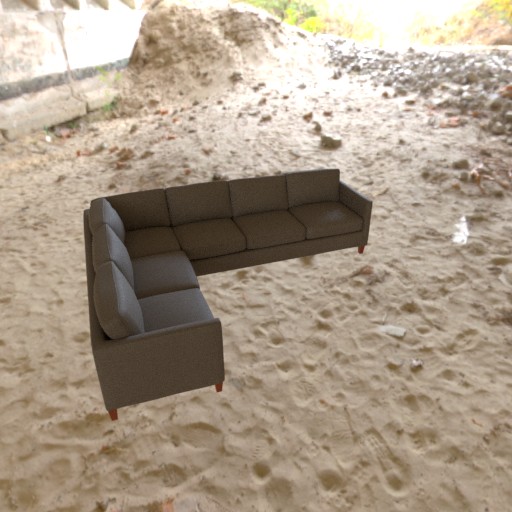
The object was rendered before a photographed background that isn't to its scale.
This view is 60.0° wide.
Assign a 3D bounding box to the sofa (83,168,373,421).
[{"bbox_3d":[0.000,0.000,4.627,3.302,0.947,2.593,-10,31,-17],"label":"sofa"}]
